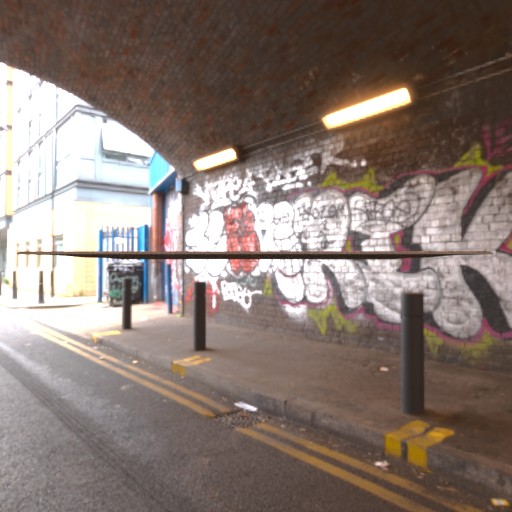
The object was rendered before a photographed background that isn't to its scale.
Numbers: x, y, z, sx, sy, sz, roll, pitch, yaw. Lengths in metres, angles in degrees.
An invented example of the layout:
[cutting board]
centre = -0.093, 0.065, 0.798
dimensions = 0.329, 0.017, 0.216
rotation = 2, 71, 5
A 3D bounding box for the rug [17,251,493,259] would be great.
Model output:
[rug]
centre = 0.000, 0.000, 3.707
dimensions = 2.901, 0.026, 2.043
rotation = 0, -1, 1
